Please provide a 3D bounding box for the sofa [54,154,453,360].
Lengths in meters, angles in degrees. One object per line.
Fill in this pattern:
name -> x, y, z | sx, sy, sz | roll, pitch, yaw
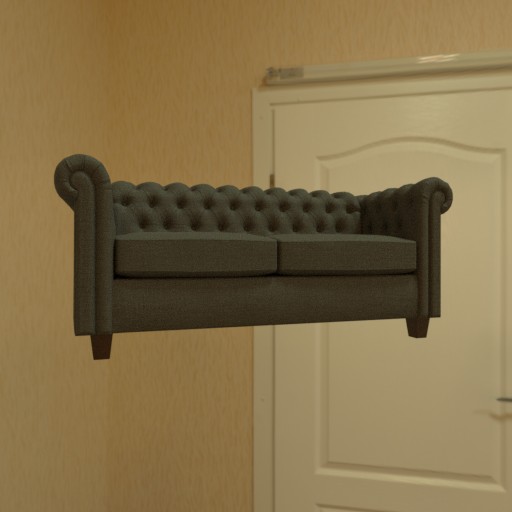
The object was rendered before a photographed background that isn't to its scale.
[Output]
sofa -> 0.000, 0.000, 2.248 | 1.798, 0.797, 0.783 | 0, 0, -18
